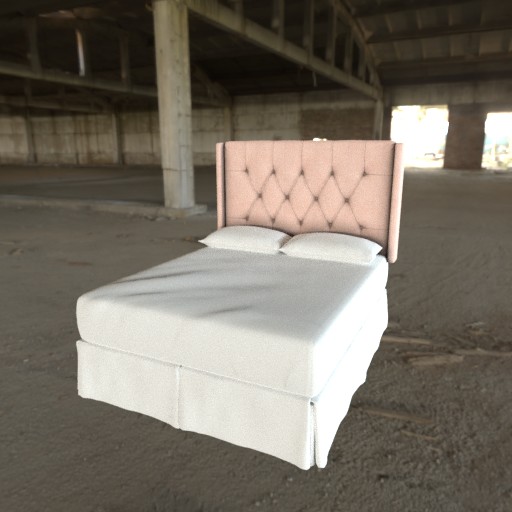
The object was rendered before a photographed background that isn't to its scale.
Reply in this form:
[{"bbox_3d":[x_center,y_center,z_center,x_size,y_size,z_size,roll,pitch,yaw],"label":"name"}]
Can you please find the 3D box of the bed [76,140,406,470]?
[{"bbox_3d":[0.000,0.000,3.261,1.719,1.665,2.066,7,16,25],"label":"bed"}]
